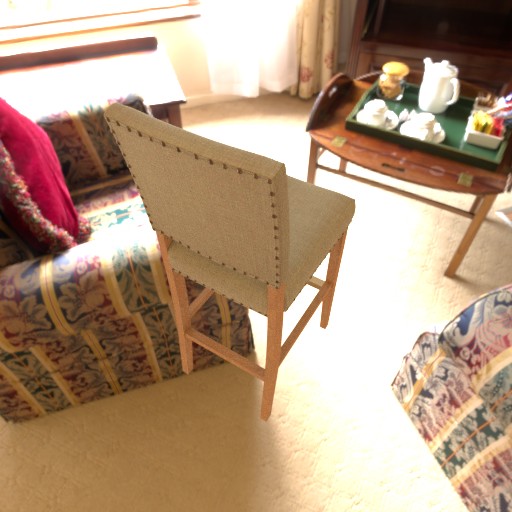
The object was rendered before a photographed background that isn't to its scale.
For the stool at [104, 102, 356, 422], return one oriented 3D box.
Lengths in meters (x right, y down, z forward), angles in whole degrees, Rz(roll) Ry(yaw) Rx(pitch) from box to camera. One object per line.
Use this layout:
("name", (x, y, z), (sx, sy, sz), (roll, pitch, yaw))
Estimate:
("stool", (0.000, 0.000, 1.477), (0.445, 1.203, 0.585), (25, 52, 21))
